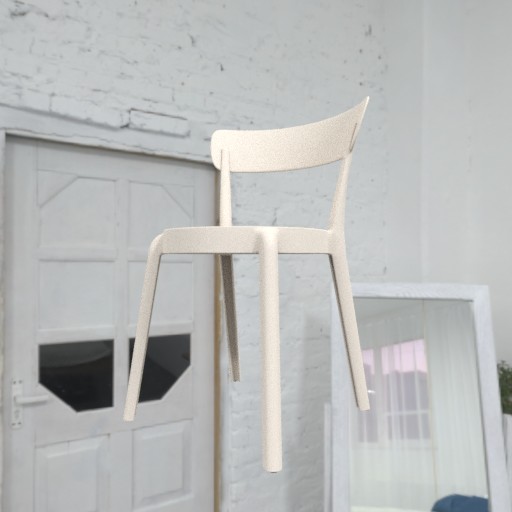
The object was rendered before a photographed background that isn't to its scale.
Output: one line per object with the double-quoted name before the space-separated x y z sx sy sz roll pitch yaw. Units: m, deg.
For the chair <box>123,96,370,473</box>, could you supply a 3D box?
"chair" 0.000 0.000 1.128 0.506 0.790 0.491 0 0 37
